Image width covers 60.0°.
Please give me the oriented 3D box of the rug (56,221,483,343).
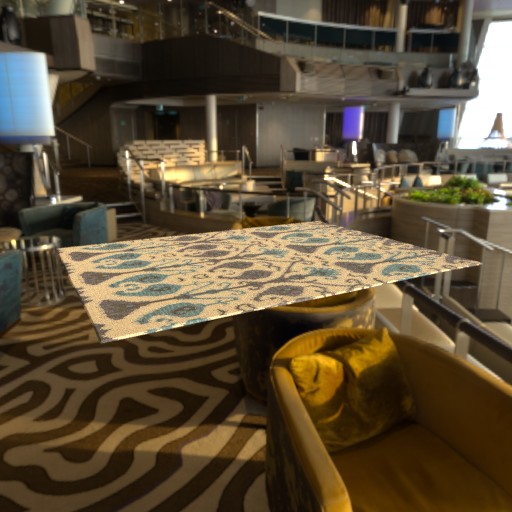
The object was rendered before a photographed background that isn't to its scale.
[{"bbox_3d":[0.000,0.000,2.892,2.261,0.013,1.676,-8,17,-28],"label":"rug"}]
